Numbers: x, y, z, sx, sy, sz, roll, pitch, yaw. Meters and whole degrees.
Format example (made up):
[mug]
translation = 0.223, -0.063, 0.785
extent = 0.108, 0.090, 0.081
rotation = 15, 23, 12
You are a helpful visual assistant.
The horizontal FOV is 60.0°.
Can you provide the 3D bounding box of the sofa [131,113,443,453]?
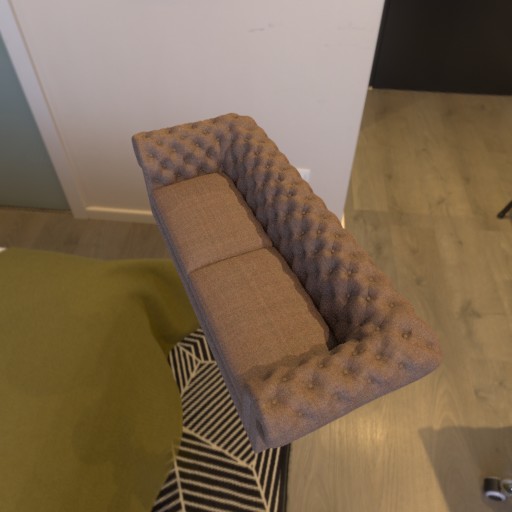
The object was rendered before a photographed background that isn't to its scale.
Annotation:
[sofa]
translation = 0.000, 0.000, 2.811
extent = 0.944, 0.787, 2.385
rotation = -18, 50, -16
